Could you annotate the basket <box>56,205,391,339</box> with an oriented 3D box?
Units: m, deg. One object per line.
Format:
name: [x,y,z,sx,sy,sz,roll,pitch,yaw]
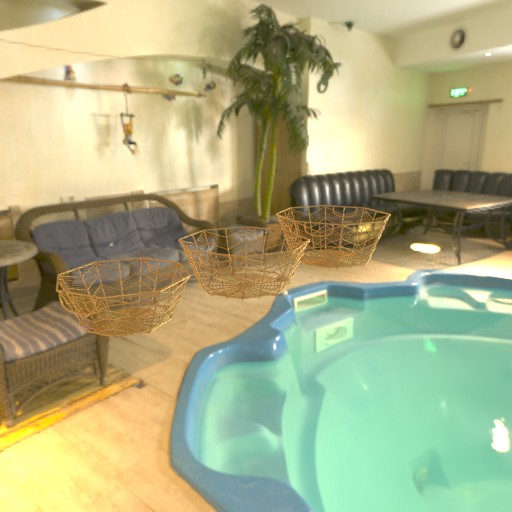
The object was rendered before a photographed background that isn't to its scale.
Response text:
basket: [0.000,0.000,1.418,1.245,0.178,0.432,-14,21,-42]
